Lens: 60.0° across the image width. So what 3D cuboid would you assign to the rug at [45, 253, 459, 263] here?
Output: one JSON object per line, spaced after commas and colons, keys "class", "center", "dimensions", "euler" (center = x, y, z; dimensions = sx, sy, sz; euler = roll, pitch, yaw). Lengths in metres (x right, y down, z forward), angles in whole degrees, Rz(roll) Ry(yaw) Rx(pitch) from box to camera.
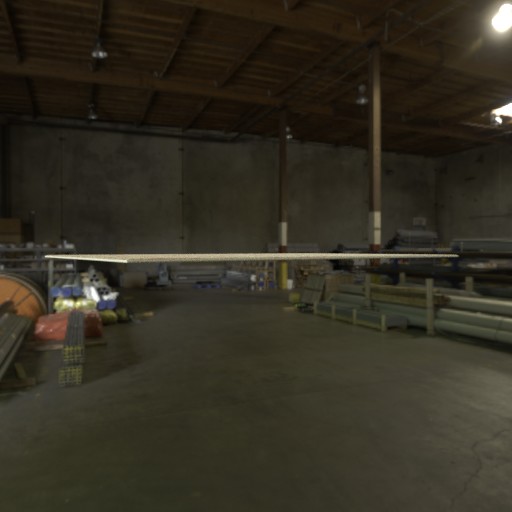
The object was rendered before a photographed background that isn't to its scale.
{"class": "rug", "center": [0.000, 0.000, 2.359], "dimensions": [1.839, 0.012, 1.219], "euler": [-1, 1, -36]}
